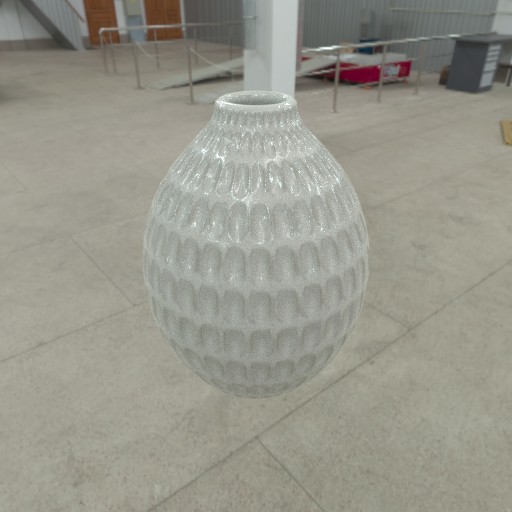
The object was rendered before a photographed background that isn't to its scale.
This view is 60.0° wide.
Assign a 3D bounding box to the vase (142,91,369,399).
[{"bbox_3d":[0.000,0.000,0.325,0.162,0.223,0.162,0,31,0],"label":"vase"}]
